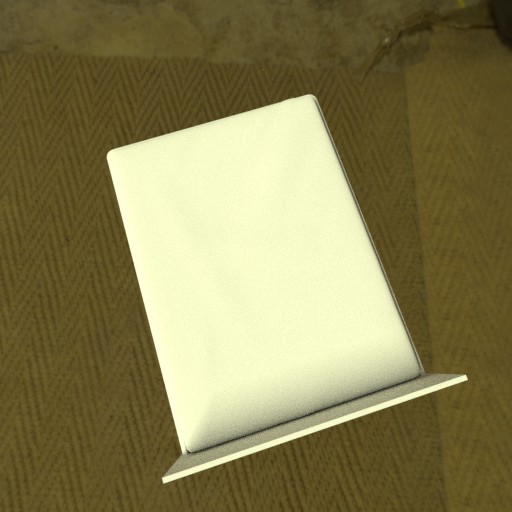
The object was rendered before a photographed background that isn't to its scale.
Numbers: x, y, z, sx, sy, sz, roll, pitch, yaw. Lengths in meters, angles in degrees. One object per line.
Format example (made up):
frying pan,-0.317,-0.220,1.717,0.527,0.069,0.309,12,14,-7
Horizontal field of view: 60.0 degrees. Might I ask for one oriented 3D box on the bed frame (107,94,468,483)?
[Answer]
bed frame,0.000,0.000,2.661,1.490,0.800,1.950,-17,77,-4
